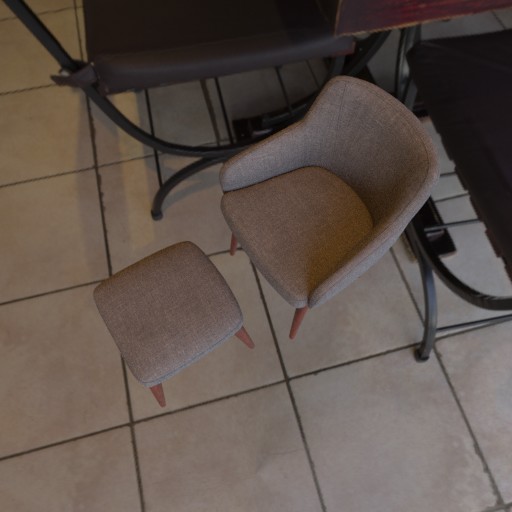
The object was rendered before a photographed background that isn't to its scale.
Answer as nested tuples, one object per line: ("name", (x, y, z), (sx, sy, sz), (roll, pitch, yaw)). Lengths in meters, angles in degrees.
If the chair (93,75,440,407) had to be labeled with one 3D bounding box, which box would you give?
("chair", (0.000, 0.000, 1.549), (1.107, 0.799, 0.584), (-31, 68, -14))
